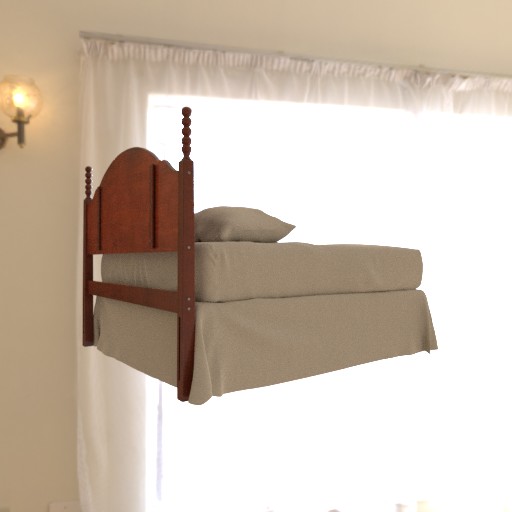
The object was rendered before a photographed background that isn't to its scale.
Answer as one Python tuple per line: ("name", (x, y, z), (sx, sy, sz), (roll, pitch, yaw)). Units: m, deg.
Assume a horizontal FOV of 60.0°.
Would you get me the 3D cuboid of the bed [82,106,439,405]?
("bed", (0.000, 0.000, 3.273), (2.040, 1.356, 1.873), (0, -1, -36))
